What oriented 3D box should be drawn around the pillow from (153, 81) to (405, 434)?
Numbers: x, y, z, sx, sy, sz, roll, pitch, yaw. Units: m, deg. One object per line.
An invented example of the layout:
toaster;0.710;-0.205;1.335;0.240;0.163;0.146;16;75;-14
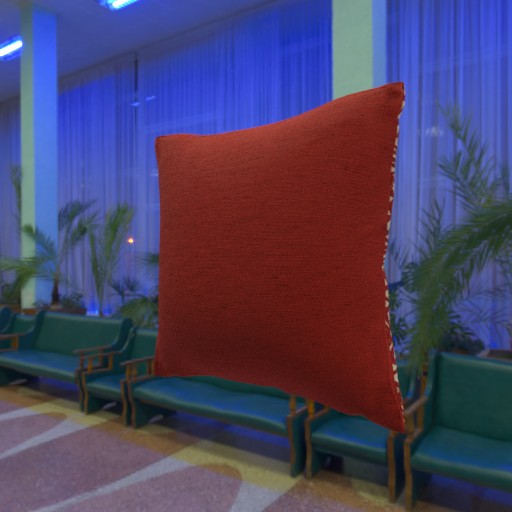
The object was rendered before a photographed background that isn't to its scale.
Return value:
pillow;0.000;0.000;0.652;0.438;0.419;0.162;0;0;36
